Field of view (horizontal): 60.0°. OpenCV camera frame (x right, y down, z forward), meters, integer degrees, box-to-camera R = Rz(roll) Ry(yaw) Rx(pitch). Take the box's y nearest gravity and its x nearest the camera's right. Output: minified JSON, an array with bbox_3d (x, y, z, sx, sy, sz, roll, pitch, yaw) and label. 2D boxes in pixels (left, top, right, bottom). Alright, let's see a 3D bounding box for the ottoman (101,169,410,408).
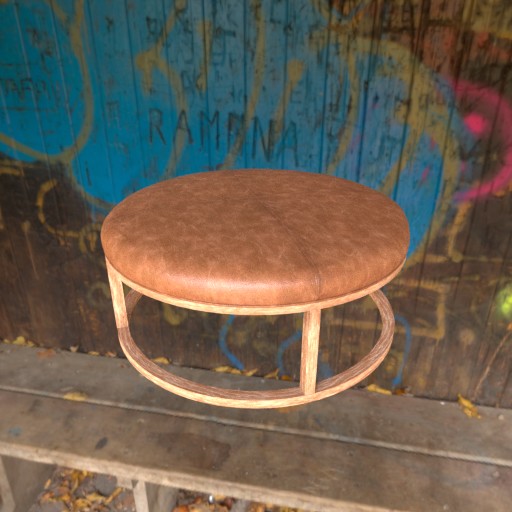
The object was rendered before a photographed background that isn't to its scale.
[{"bbox_3d":[0.000,0.000,1.566,1.006,0.445,1.006,0,26,0],"label":"ottoman"}]
